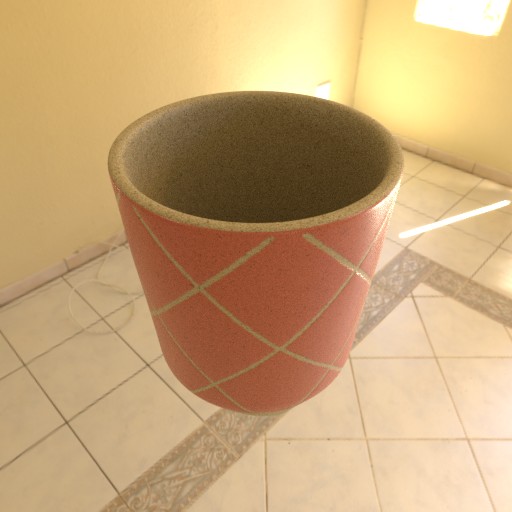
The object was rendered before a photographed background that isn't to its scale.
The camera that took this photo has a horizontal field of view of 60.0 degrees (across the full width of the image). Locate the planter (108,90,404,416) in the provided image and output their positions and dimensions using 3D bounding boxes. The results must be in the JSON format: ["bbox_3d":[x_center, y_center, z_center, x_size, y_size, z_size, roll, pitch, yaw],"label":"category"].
[{"bbox_3d":[0.000,0.000,0.425,0.227,0.235,0.227,0,41,0],"label":"planter"}]
